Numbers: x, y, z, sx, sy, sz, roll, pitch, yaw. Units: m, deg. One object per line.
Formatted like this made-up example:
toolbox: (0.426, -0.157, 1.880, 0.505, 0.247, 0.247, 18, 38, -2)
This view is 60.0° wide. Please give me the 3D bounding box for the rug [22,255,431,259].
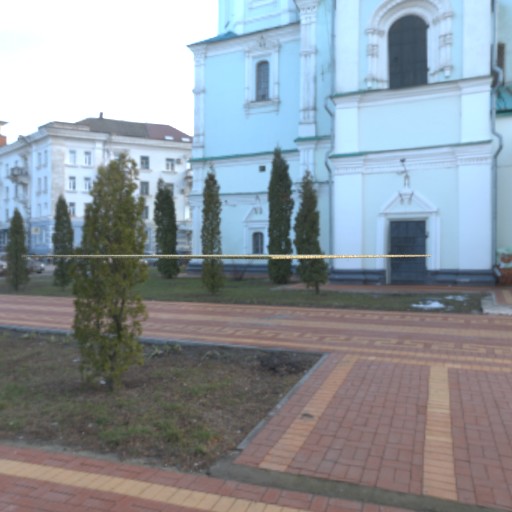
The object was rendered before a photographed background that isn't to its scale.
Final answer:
rug: (0.000, 0.000, 4.217, 2.425, 0.016, 3.198, 0, 0, 35)
